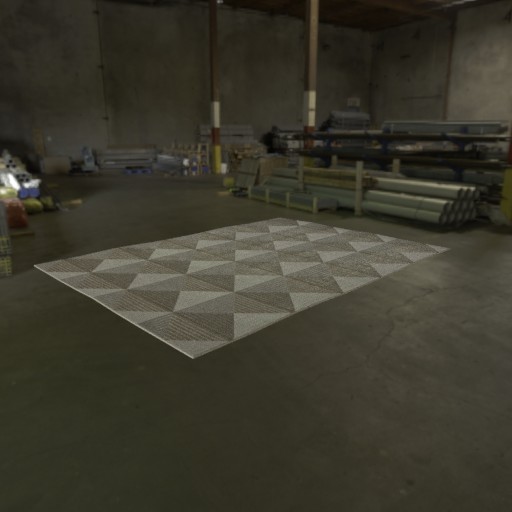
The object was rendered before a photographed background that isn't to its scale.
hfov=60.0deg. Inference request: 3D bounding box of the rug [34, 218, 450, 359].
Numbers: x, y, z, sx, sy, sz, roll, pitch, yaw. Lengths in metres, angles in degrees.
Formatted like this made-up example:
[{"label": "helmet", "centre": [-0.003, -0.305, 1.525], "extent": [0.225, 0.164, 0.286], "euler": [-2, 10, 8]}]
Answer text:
[{"label": "rug", "centre": [0.000, 0.000, 4.357], "extent": [3.333, 0.027, 2.428], "euler": [-15, 21, -42]}]
